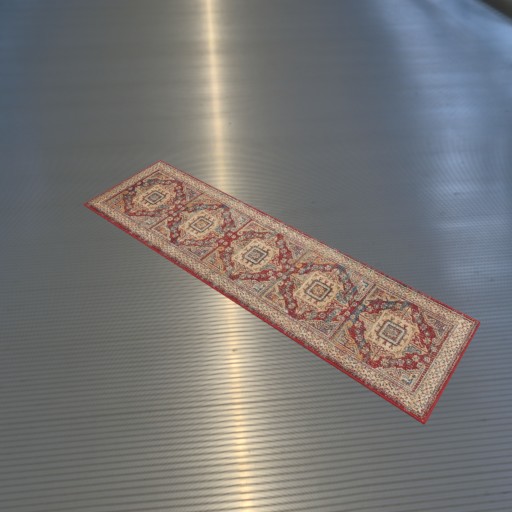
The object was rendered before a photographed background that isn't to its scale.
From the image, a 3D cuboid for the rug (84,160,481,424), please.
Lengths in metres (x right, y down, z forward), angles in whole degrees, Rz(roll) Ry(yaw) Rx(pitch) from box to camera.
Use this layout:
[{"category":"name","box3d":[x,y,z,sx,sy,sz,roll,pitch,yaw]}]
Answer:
[{"category":"rug","box3d":[0.000,0.000,2.495,2.292,0.015,0.659,30,52,26]}]
